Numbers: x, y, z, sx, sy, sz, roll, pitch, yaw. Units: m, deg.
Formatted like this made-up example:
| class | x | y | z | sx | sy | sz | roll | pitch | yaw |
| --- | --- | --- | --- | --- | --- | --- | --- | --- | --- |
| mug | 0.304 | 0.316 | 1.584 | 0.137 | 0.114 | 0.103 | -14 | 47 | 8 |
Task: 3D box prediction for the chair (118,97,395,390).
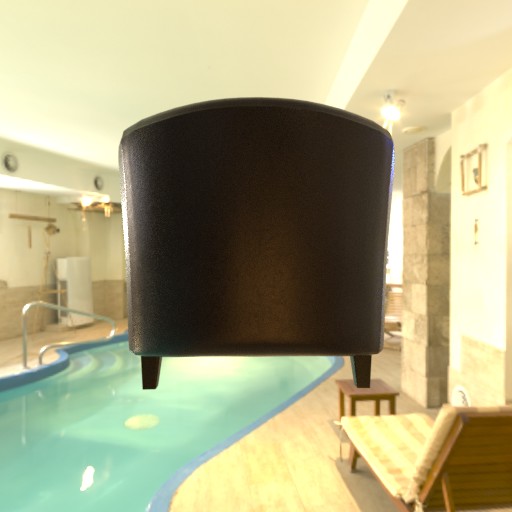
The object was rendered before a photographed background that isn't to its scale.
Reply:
| class | x | y | z | sx | sy | sz | roll | pitch | yaw |
| --- | --- | --- | --- | --- | --- | --- | --- | --- | --- |
| chair | 0.000 | 0.000 | 1.383 | 0.793 | 0.756 | 0.727 | 0 | 0 | -1 |
